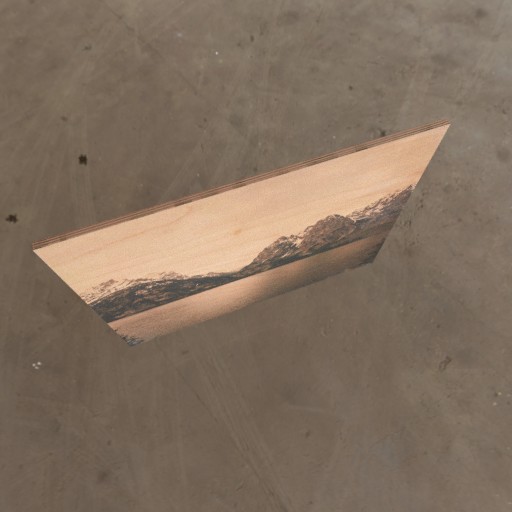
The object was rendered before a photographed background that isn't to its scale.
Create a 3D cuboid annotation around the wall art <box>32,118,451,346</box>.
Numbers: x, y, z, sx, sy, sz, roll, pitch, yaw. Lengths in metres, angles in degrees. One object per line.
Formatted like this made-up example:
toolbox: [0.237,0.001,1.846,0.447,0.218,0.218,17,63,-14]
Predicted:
wall art: [0.000,0.000,0.693,0.508,0.408,0.010,-18,66,-9]
